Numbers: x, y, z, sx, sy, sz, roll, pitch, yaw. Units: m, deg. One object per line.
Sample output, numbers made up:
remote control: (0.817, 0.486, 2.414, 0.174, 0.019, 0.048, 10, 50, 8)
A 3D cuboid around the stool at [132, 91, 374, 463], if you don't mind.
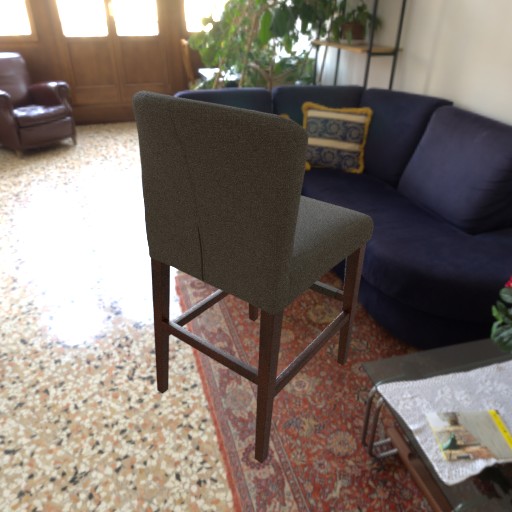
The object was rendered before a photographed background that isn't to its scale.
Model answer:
stool: (0.000, 0.000, 1.299, 0.479, 0.968, 0.568, 21, 37, 32)
